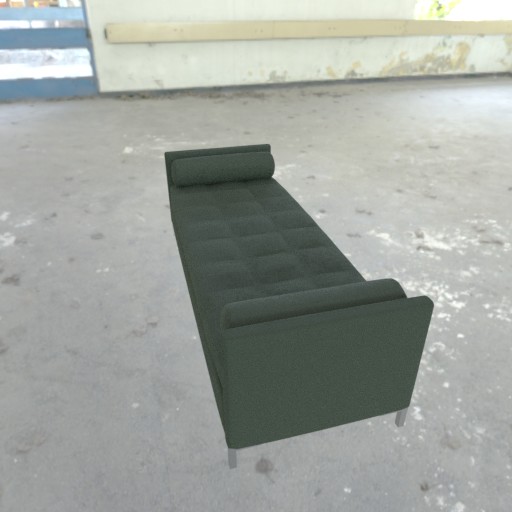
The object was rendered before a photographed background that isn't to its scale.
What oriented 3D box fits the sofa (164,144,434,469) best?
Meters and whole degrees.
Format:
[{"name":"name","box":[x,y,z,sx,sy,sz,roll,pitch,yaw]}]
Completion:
[{"name":"sofa","box":[0.000,0.000,2.509,0.797,0.657,2.102,-8,31,-13]}]
